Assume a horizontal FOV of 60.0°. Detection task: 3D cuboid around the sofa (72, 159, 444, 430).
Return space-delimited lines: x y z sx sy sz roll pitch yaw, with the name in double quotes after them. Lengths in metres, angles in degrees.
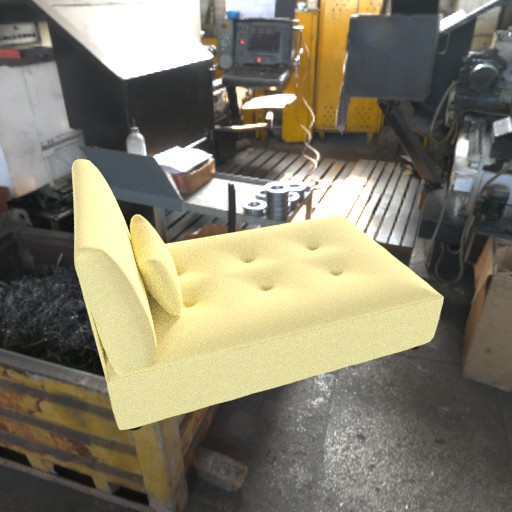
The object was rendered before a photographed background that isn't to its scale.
0.000 0.000 2.031 1.450 0.820 0.930 -11 33 -17 "sofa"
